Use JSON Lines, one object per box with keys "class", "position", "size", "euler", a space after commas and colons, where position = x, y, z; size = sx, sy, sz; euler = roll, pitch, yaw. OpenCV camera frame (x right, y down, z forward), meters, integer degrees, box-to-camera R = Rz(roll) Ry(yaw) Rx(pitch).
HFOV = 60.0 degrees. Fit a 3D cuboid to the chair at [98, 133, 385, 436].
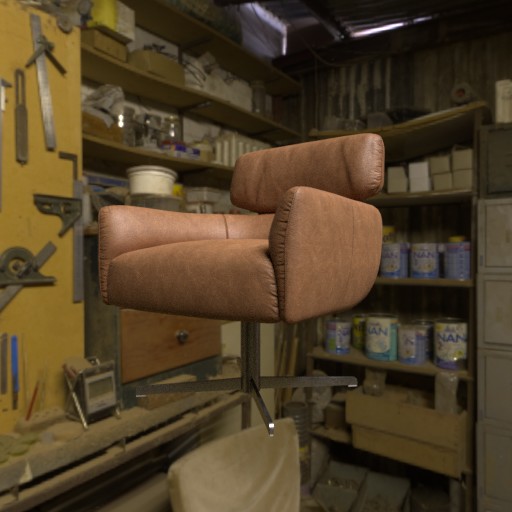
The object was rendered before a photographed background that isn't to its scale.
{"class": "chair", "position": [0.000, 0.000, 1.354], "size": [0.706, 0.812, 0.715], "euler": [0, 0, 36]}
